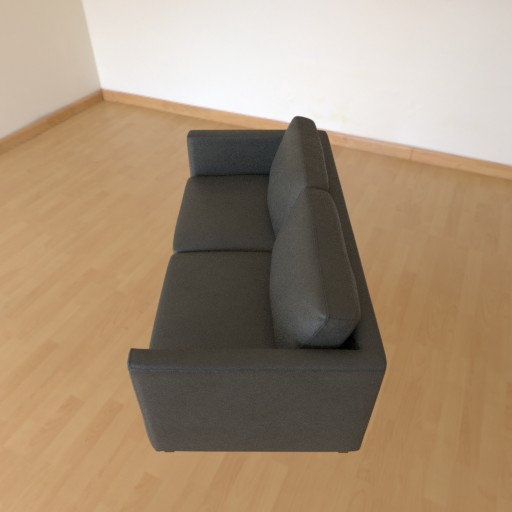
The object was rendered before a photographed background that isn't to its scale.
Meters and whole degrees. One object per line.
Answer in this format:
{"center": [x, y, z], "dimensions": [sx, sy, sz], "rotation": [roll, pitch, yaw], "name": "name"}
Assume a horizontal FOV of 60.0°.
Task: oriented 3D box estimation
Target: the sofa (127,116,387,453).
{"center": [0.000, 0.000, 2.424], "dimensions": [0.951, 0.933, 1.883], "rotation": [0, 41, 0], "name": "sofa"}
